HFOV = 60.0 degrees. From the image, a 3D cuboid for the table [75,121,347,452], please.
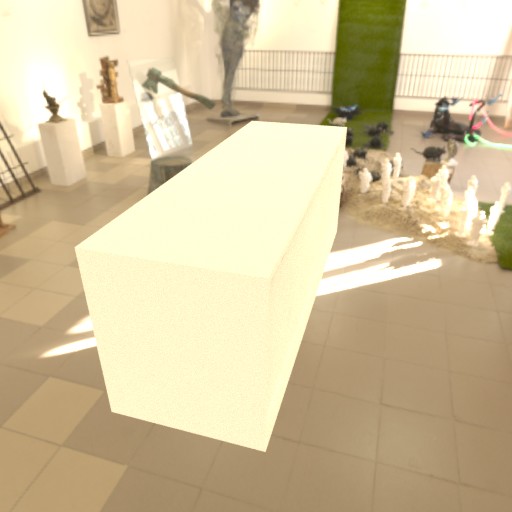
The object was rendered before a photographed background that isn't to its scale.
[{"bbox_3d":[0.000,0.000,1.861,0.508,0.769,1.500,8,30,15],"label":"table"}]
